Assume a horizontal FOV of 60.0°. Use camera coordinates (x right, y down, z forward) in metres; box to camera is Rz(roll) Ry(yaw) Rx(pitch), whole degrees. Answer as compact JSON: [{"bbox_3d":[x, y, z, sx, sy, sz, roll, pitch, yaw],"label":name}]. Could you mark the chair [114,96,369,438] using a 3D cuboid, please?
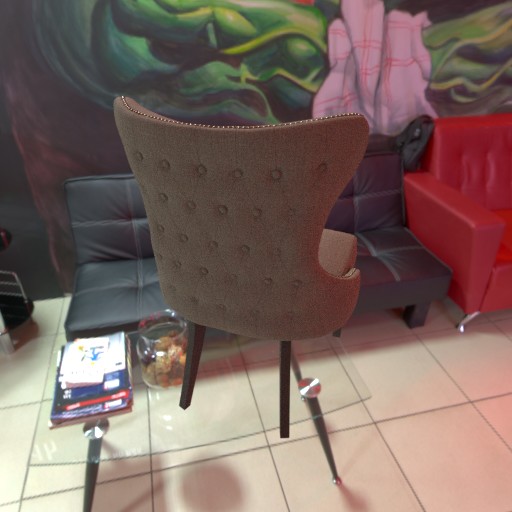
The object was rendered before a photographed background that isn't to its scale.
[{"bbox_3d":[0.000,0.000,1.344,0.628,0.967,0.635,10,32,16],"label":"chair"}]
